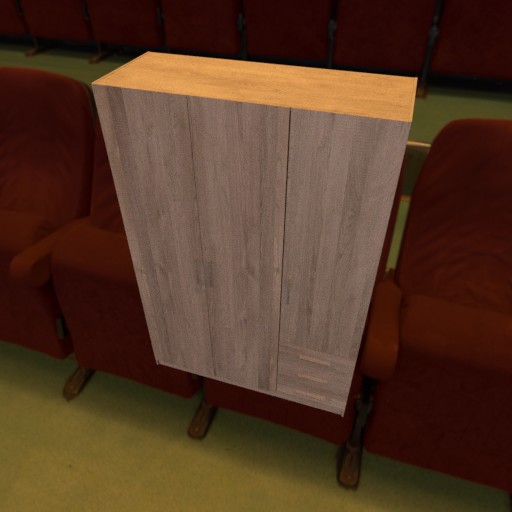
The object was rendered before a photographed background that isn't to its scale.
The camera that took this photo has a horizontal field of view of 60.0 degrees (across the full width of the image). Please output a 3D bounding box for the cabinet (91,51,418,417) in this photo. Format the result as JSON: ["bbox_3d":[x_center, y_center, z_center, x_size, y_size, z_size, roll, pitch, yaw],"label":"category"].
[{"bbox_3d":[0.000,0.000,2.474,1.290,1.910,0.510,12,41,14],"label":"cabinet"}]
